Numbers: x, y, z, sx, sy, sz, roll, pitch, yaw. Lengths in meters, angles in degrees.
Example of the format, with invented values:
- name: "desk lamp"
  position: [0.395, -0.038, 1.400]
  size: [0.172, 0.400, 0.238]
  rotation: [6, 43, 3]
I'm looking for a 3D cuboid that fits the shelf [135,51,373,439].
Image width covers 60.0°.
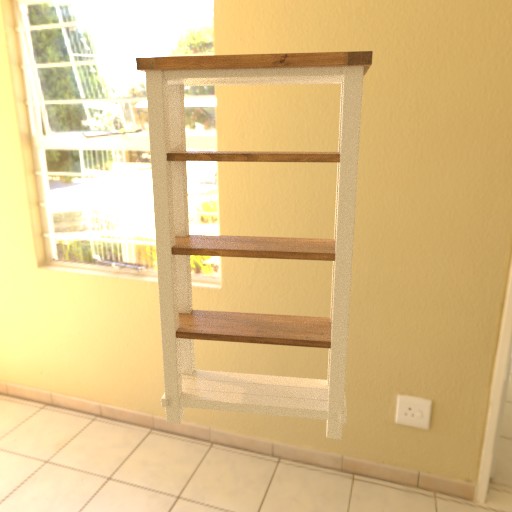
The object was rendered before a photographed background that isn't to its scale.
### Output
- name: "shelf"
  position: [0.000, 0.000, 2.310]
  size: [1.022, 1.878, 0.381]
  rotation: [2, 15, 8]
